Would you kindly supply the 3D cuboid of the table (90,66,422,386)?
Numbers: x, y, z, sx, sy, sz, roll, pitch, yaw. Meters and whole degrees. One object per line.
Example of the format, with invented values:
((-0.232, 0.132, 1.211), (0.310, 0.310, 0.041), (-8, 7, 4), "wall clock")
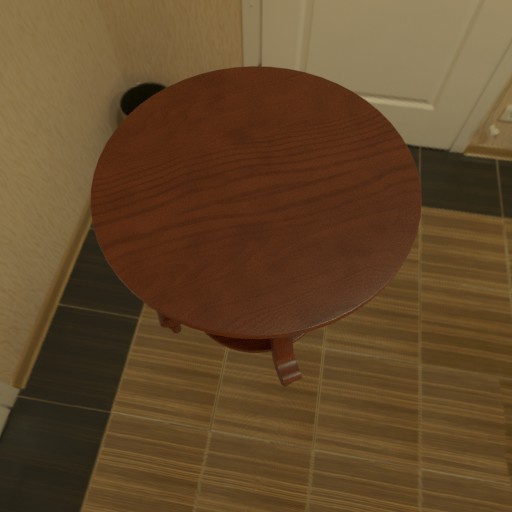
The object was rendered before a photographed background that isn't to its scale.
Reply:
((0.000, 0.000, 1.078), (0.597, 0.612, 0.597), (0, 62, 0), "table")
